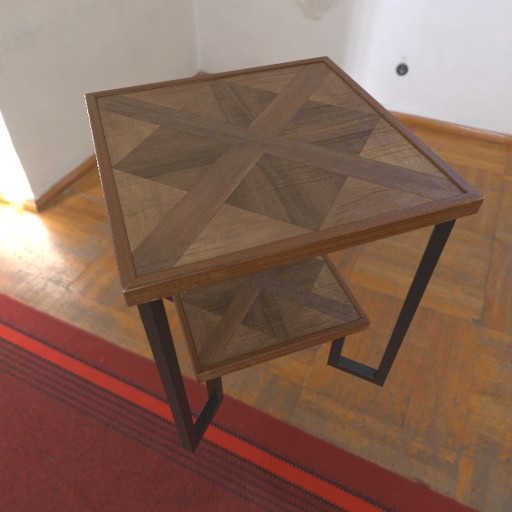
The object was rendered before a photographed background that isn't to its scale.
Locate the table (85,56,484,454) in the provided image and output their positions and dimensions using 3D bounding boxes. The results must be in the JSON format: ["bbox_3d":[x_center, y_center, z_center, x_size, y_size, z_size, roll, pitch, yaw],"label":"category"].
[{"bbox_3d":[0.000,0.000,0.928,0.503,0.563,0.503,-15,48,-13],"label":"table"}]
